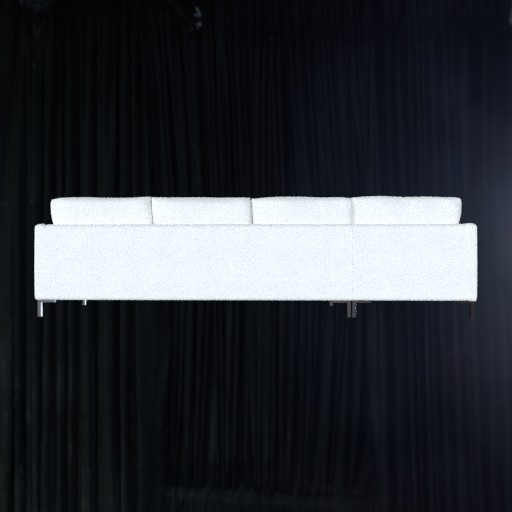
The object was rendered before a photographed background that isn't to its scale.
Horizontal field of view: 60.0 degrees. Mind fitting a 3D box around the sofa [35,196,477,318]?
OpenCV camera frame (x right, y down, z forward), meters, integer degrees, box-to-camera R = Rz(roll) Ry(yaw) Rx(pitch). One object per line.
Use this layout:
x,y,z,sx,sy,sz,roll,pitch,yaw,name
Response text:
0.000,0.000,3.837,3.186,0.875,1.467,0,0,1,sofa
